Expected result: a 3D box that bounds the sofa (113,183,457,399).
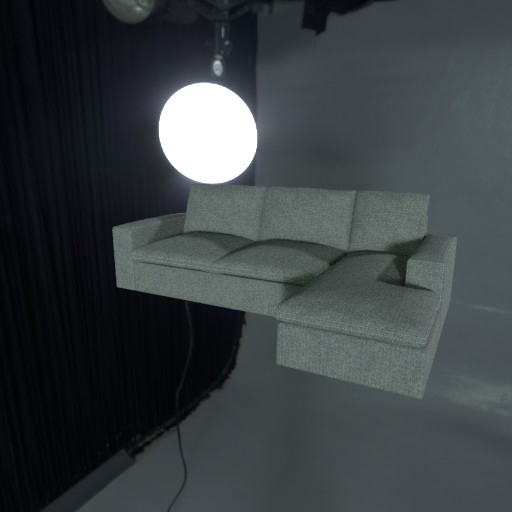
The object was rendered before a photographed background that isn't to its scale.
[{"bbox_3d":[0.000,0.000,3.424,2.718,0.940,1.689,7,15,27],"label":"sofa"}]
